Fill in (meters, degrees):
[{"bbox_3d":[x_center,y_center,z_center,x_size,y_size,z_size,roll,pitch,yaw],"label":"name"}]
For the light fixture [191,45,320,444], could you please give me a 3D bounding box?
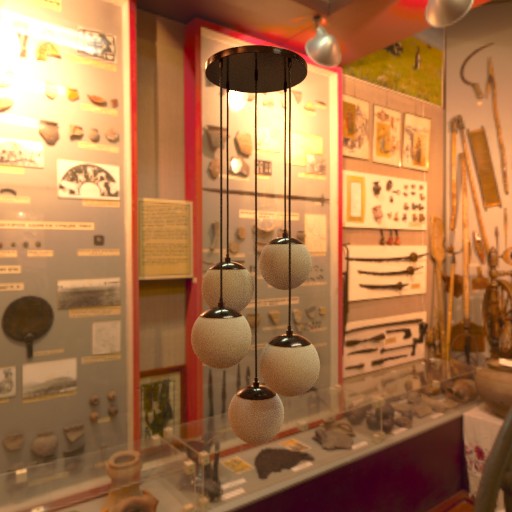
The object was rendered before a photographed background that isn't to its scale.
[{"bbox_3d":[0.000,0.000,1.505,0.489,1.271,0.484,0,1,-35],"label":"light fixture"}]
